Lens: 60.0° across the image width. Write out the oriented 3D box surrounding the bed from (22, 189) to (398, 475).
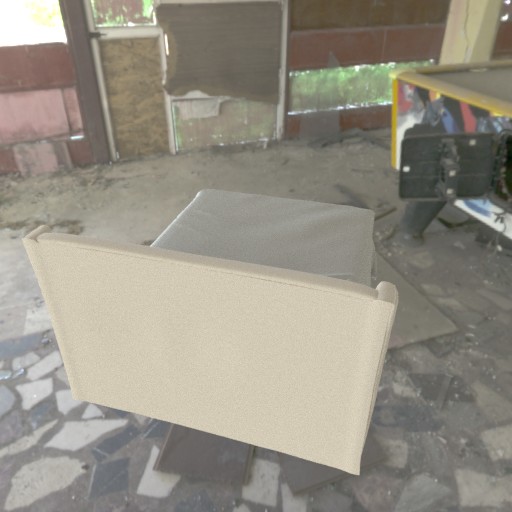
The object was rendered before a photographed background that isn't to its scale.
[{"bbox_3d":[0.000,0.000,3.336,1.925,1.332,2.276,9,34,14],"label":"bed"}]
